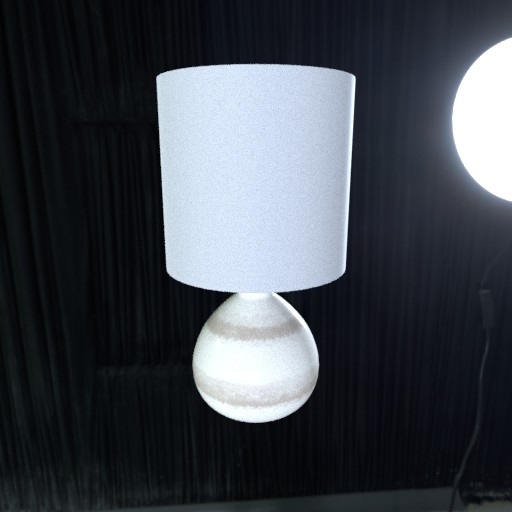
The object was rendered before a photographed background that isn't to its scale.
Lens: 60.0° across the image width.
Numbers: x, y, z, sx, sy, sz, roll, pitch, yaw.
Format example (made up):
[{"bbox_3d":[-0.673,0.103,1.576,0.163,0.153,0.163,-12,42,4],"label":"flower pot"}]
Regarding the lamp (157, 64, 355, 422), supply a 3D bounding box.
[{"bbox_3d":[0.000,0.000,0.544,0.217,0.404,0.217,-2,15,-9],"label":"lamp"}]
